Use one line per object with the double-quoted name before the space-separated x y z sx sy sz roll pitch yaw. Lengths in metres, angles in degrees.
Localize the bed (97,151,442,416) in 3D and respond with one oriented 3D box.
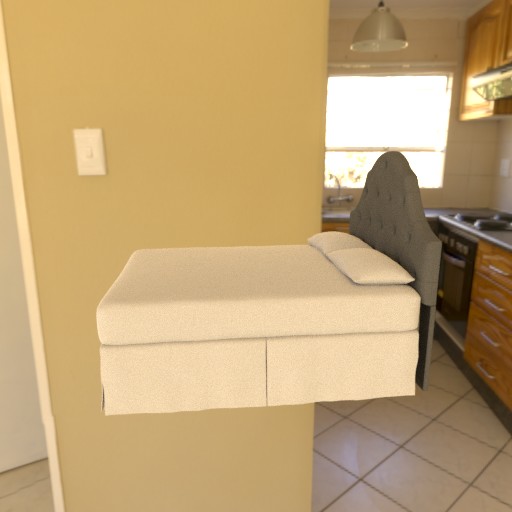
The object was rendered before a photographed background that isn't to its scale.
"bed" 0.000 0.000 3.420 2.155 1.575 1.636 -2 13 -7
